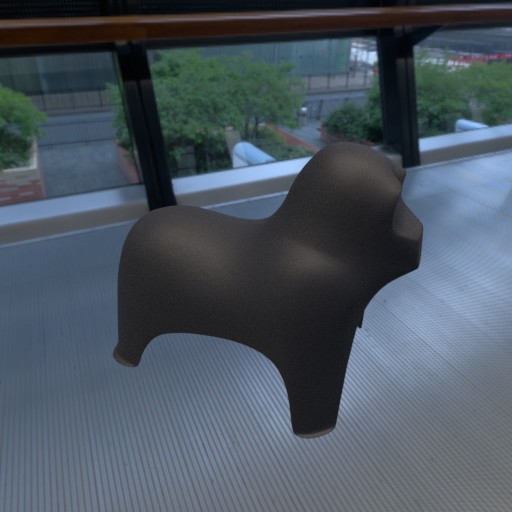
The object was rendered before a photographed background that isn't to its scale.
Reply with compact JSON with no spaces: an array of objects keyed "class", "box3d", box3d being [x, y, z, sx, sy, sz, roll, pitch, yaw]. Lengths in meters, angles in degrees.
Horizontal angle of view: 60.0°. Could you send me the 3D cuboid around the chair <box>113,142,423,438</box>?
[{"class":"chair","box3d":[0.000,0.000,1.106,0.758,0.600,0.490,11,31,18]}]
